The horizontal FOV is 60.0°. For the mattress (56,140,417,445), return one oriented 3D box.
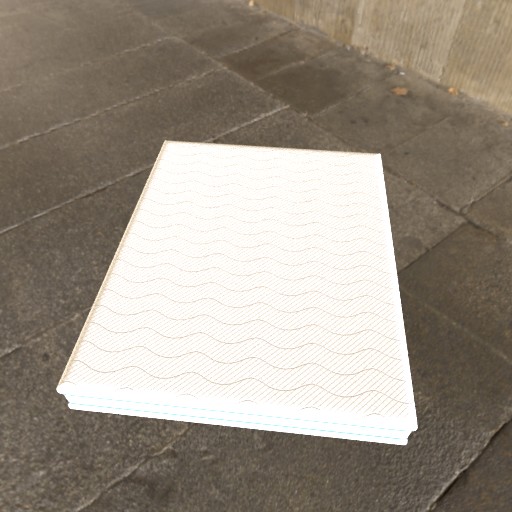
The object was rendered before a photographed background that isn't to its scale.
[{"bbox_3d":[0.000,0.000,2.680,1.600,0.230,2.000,5,48,4],"label":"mattress"}]
